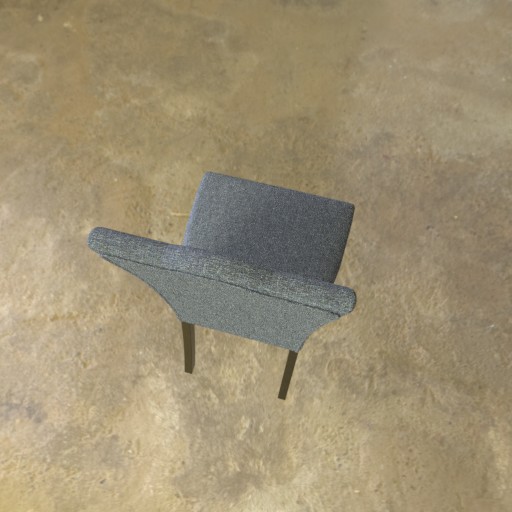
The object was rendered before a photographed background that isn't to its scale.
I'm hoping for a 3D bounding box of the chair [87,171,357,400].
[{"bbox_3d":[0.000,0.000,1.288,0.518,0.946,0.589,14,64,7],"label":"chair"}]
